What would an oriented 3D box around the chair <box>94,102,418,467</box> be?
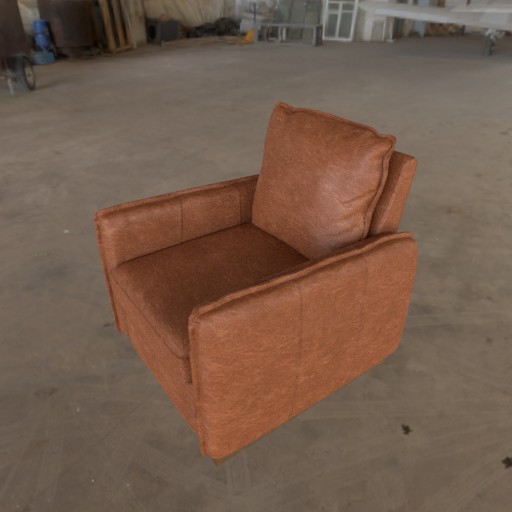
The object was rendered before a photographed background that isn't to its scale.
[{"bbox_3d":[0.000,0.000,1.610,0.922,0.922,0.830,-20,36,-30],"label":"chair"}]
